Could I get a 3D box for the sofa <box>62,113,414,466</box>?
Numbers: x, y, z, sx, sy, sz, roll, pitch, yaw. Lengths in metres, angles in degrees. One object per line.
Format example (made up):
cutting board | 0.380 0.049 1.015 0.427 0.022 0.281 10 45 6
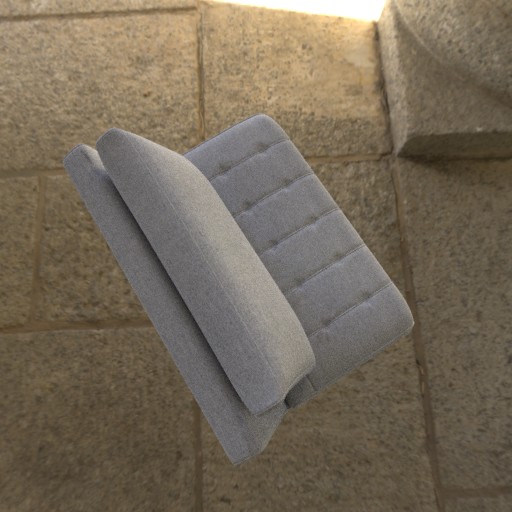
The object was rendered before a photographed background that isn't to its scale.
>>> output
sofa | 0.000 0.000 1.845 0.910 0.910 1.220 -31 78 -8
